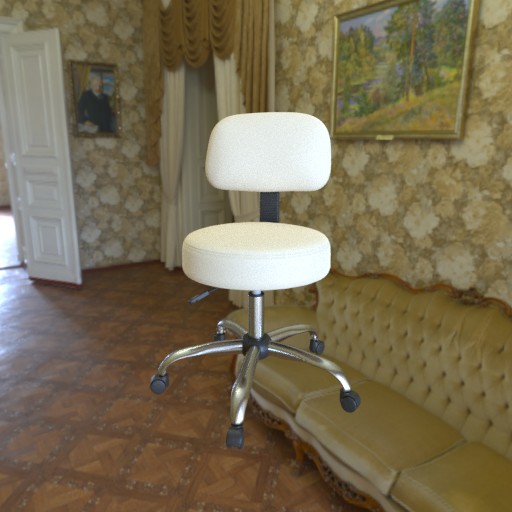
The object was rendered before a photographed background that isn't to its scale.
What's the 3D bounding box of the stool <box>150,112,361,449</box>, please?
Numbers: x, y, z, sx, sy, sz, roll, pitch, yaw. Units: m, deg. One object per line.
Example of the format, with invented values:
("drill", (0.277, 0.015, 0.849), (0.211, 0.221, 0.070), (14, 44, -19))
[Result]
("stool", (0.000, 0.000, 1.243), (0.609, 0.810, 0.616), (2, 14, 10))
